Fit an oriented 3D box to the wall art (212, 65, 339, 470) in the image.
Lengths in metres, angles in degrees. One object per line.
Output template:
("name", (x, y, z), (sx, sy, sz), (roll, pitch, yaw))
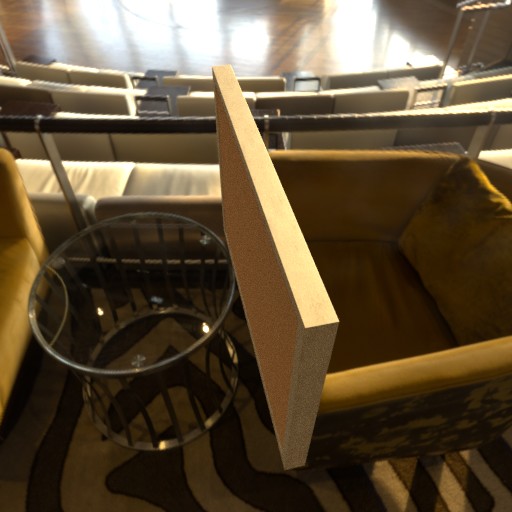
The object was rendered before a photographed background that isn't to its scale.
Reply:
("wall art", (0.000, 0.000, 0.706), (0.032, 0.380, 0.532), (-9, 48, -9))
